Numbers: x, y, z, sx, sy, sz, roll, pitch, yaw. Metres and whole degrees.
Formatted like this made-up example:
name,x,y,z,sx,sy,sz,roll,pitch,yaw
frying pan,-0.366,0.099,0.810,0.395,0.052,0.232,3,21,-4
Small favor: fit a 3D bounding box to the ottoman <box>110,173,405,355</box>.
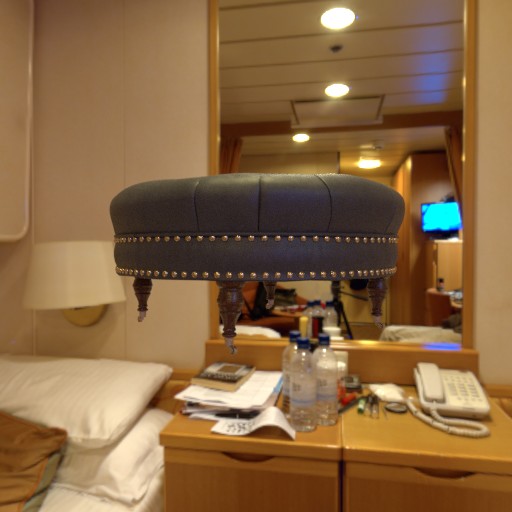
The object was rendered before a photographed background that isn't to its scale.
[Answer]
name,x,y,z,sx,sy,sz,roll,pitch,yaw
ottoman,0.000,0.000,1.402,0.901,0.439,0.901,0,1,0
